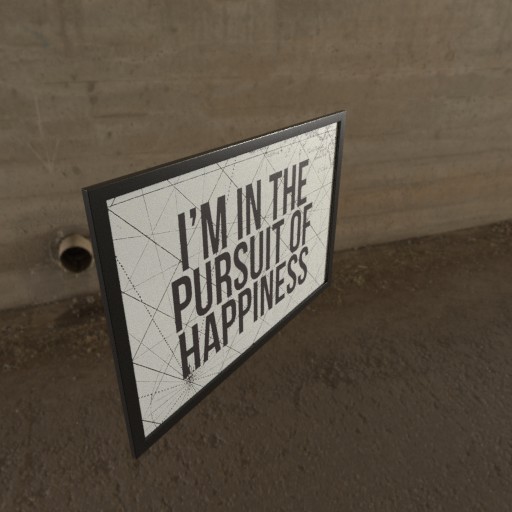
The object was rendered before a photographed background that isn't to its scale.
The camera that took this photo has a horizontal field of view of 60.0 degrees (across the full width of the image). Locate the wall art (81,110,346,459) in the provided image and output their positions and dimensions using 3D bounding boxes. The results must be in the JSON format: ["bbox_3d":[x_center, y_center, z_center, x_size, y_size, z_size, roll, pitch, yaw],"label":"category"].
[{"bbox_3d":[0.000,0.000,1.040,0.015,0.552,0.819,18,33,31],"label":"wall art"}]
